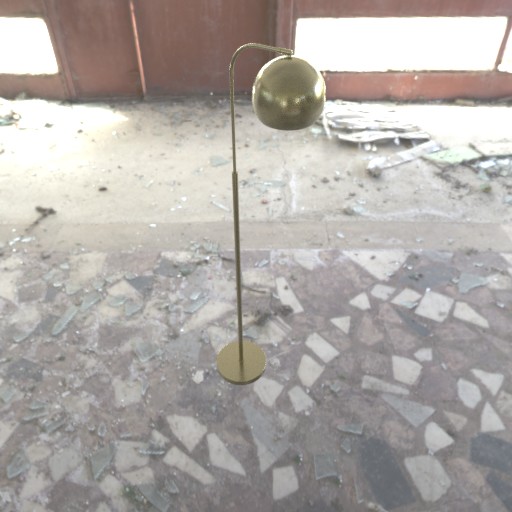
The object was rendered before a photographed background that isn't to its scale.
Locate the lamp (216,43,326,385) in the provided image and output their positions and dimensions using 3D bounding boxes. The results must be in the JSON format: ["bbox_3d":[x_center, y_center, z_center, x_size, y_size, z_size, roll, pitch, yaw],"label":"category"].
[{"bbox_3d":[0.000,0.000,1.704,0.431,1.526,0.250,25,46,27],"label":"lamp"}]
